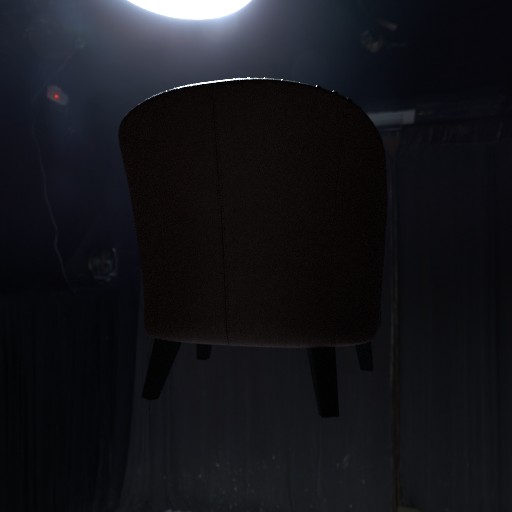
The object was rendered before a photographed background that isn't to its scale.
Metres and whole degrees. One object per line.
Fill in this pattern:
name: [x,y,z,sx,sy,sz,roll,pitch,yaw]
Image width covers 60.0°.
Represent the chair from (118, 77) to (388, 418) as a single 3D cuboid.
chair: [0.000,0.000,1.395,0.794,0.823,0.748,0,-2,17]
